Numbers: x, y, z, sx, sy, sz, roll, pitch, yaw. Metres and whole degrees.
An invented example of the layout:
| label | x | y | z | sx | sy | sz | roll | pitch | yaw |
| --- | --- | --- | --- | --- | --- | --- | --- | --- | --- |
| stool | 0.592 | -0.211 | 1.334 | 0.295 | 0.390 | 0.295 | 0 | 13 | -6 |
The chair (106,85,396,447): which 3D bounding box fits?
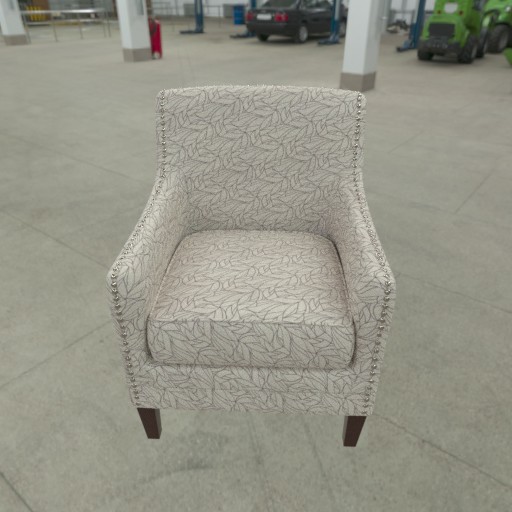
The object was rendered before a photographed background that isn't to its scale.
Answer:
| label | x | y | z | sx | sy | sz | roll | pitch | yaw |
| --- | --- | --- | --- | --- | --- | --- | --- | --- | --- |
| chair | 0.000 | 0.000 | 1.258 | 0.623 | 0.816 | 0.651 | 1 | 31 | 2 |
